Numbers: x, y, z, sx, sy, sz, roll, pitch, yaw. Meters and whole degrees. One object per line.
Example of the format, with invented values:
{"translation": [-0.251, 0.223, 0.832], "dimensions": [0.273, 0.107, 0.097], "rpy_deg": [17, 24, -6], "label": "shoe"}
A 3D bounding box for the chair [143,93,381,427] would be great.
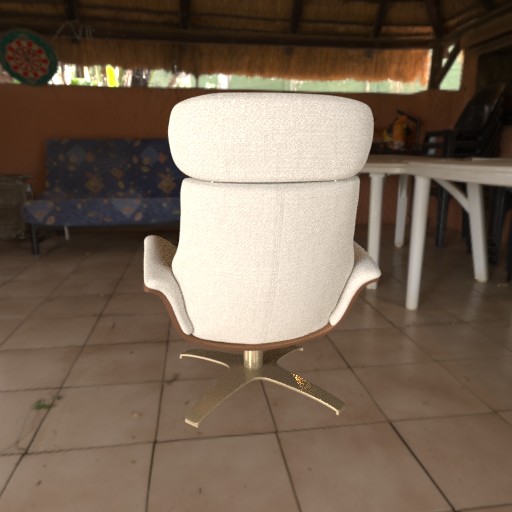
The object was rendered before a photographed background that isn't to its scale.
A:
{"translation": [0.000, 0.000, 1.551], "dimensions": [0.785, 0.995, 0.837], "rpy_deg": [-2, 14, -9], "label": "chair"}
